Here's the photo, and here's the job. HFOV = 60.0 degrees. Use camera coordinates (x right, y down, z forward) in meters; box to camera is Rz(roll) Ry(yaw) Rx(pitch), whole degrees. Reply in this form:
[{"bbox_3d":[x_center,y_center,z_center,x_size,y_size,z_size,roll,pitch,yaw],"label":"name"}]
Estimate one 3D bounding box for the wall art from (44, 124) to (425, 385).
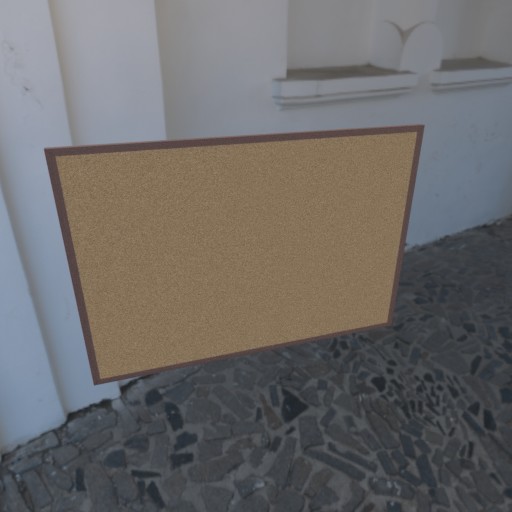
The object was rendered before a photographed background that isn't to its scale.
[{"bbox_3d":[0.000,0.000,0.848,0.660,0.455,0.014,-8,27,-16],"label":"wall art"}]
